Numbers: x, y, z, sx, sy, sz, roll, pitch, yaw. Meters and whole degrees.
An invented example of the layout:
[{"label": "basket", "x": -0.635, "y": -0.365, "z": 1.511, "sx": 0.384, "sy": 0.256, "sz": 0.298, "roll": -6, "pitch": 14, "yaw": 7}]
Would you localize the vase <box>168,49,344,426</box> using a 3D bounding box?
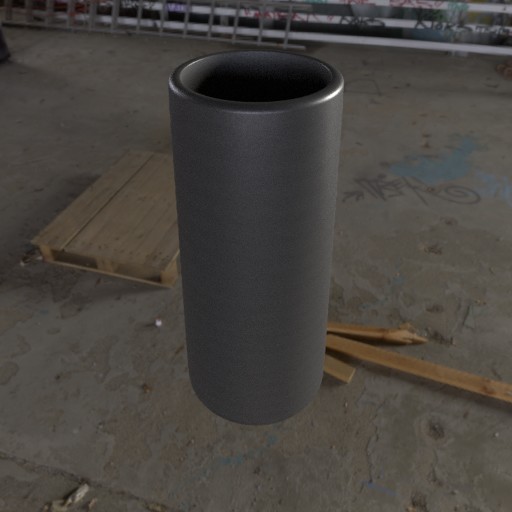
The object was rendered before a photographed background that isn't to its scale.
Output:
[{"label": "vase", "x": 0.000, "y": 0.000, "z": 0.360, "sx": 0.136, "sy": 0.289, "sz": 0.136, "roll": 25, "pitch": 46, "yaw": 27}]
